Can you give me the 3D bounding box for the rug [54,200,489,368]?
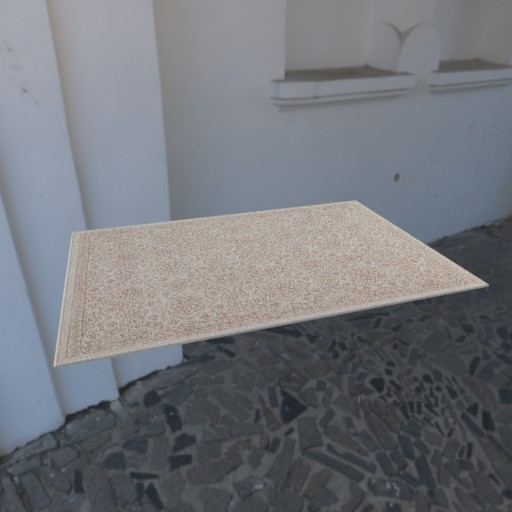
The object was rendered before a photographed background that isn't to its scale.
[{"bbox_3d":[0.000,0.000,2.271,1.829,0.010,1.219,-8,27,-16],"label":"rug"}]
